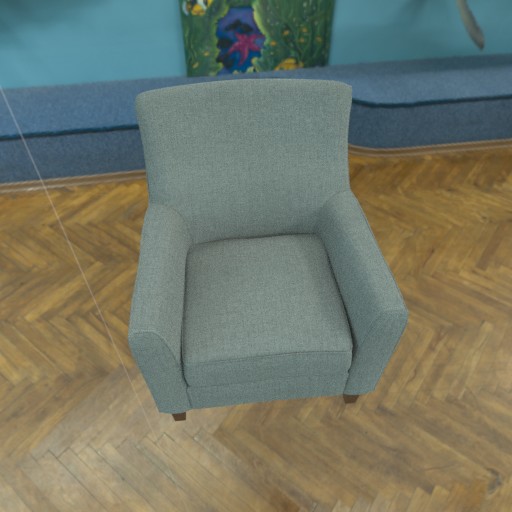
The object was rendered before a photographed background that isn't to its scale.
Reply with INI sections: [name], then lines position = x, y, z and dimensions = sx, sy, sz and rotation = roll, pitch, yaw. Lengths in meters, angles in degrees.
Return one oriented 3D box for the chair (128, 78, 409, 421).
[chair]
position = 0.000, 0.000, 1.818
dimensions = 0.887, 1.047, 0.993
rotation = -4, 47, -4
